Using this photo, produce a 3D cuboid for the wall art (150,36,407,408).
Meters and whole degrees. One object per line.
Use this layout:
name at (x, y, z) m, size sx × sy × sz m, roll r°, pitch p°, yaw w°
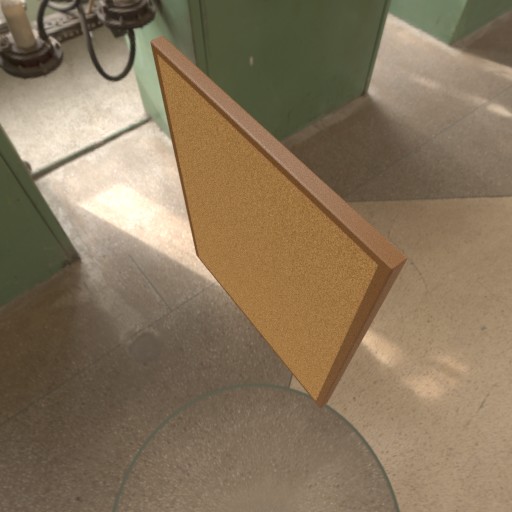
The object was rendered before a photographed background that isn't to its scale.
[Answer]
wall art at (0.000, 0.000, 0.742) m, size 0.021 × 0.550 × 0.449 m, roll -33°, pitch 64°, yaw -19°
